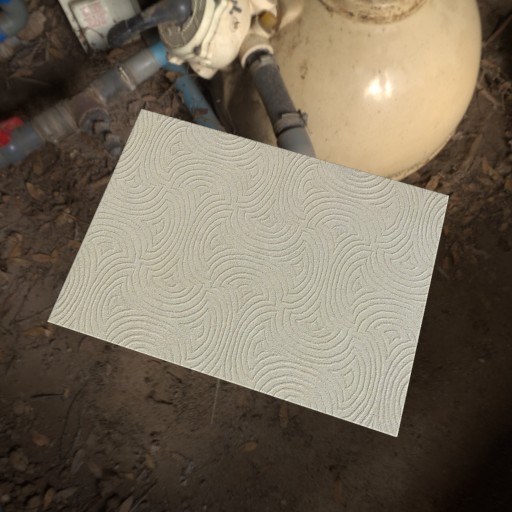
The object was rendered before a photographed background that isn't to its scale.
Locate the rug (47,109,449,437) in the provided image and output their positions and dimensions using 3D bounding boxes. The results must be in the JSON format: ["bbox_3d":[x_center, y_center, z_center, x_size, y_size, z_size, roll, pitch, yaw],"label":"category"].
[{"bbox_3d":[0.000,0.000,2.757,2.132,0.015,1.526,17,75,5],"label":"rug"}]
